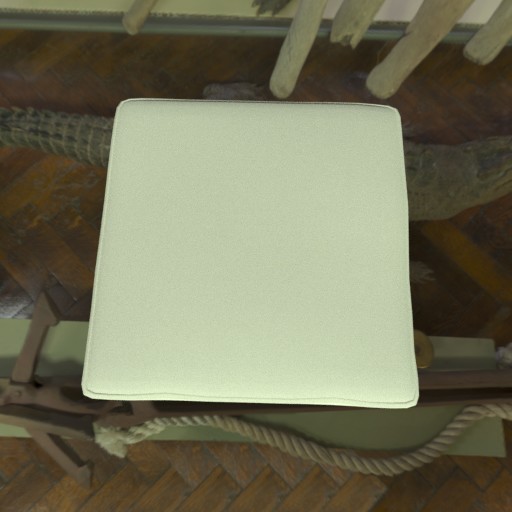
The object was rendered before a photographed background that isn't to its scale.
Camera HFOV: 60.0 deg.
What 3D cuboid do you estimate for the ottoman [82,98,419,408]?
[{"bbox_3d":[0.000,0.000,1.346,0.838,0.479,0.838,2,75,0],"label":"ottoman"}]
